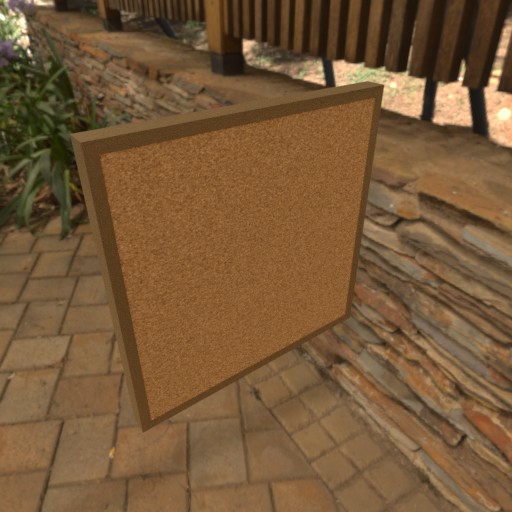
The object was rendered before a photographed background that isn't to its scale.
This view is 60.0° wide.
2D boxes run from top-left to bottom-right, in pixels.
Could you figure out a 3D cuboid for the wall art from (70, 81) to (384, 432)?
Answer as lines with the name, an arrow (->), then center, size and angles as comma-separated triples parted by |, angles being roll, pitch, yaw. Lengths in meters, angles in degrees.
wall art -> 0.000, 0.000, 0.766 | 0.510, 0.509, 0.037 | -22, 38, -30
